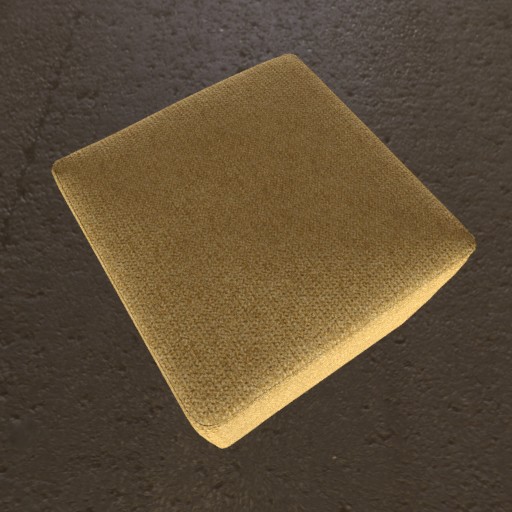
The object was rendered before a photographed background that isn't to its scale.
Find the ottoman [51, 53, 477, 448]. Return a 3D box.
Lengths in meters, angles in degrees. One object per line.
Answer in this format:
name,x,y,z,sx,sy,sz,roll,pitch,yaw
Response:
ottoman,0.000,0.000,0.875,0.505,0.441,0.512,-31,69,-14
